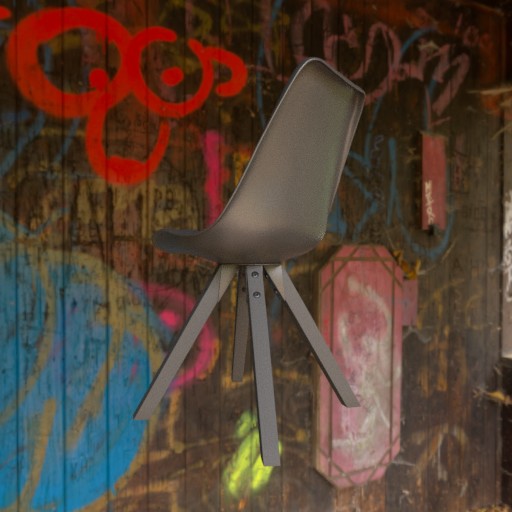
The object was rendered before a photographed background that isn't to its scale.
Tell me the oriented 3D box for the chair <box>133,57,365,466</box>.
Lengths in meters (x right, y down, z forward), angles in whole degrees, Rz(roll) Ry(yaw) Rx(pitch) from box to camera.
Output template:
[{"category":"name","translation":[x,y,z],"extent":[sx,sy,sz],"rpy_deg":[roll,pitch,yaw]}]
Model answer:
[{"category":"chair","translation":[0.000,0.000,1.181],"extent":[0.530,0.850,0.485],"rpy_deg":[1,1,36]}]
